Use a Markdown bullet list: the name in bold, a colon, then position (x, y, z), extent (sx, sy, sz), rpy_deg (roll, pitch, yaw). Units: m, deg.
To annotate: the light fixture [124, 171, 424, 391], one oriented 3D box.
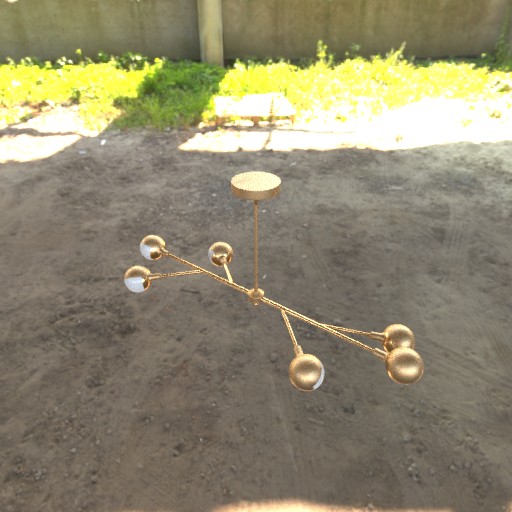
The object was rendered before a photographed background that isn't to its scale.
- **light fixture**: position (0.000, 0.000, 0.999), extent (0.434, 0.362, 0.778), rpy_deg (-21, 38, -30)
